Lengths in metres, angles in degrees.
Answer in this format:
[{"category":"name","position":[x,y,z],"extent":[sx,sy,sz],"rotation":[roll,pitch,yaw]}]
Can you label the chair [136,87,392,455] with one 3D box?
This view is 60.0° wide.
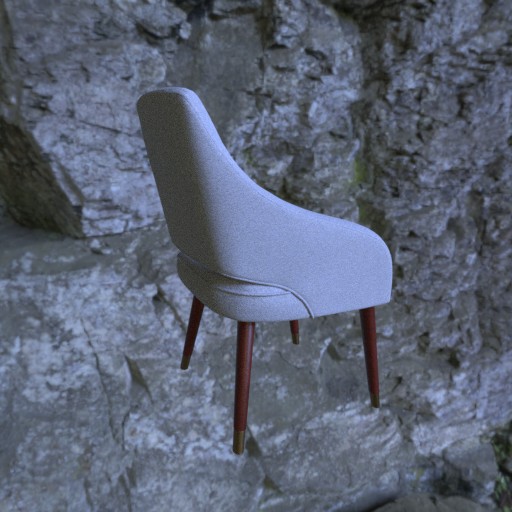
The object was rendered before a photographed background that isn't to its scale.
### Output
[{"category":"chair","position":[0.000,0.000,1.309],"extent":[0.600,0.889,0.609],"rotation":[-7,16,-25]}]
